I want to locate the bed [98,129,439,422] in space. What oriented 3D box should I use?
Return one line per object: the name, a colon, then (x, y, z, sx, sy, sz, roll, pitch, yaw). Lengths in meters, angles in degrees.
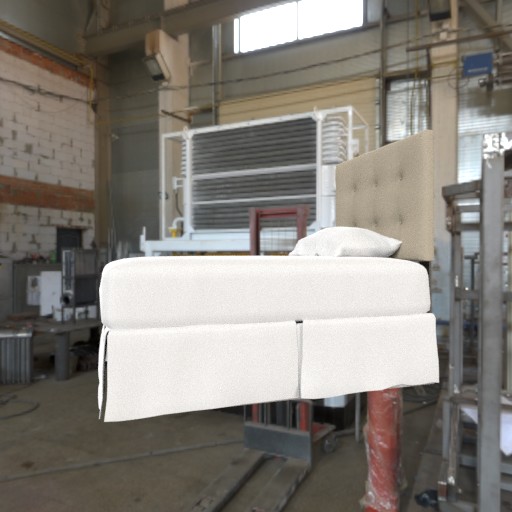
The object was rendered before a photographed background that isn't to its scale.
bed: (0.000, 0.000, 2.968, 1.997, 1.571, 1.261, 0, 0, -19)
